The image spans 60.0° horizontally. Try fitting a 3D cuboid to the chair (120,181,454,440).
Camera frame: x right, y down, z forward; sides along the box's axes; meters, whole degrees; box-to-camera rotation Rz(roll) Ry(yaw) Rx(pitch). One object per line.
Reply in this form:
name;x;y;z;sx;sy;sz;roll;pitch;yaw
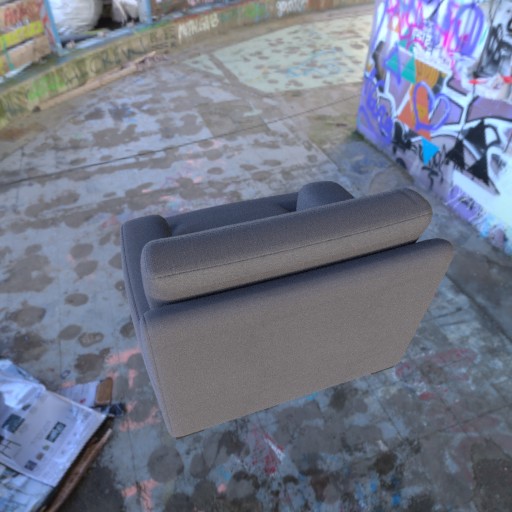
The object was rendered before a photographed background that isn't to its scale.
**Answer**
chair;0.000;0.000;2.011;1.168;0.940;1.143;-13;42;-15
